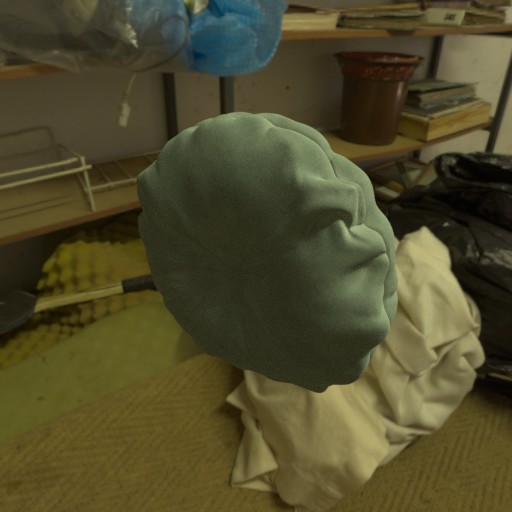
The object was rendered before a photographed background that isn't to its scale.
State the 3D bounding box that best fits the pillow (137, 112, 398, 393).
[{"bbox_3d":[0.000,0.000,0.655,0.428,0.407,0.148,19,35,29],"label":"pillow"}]
